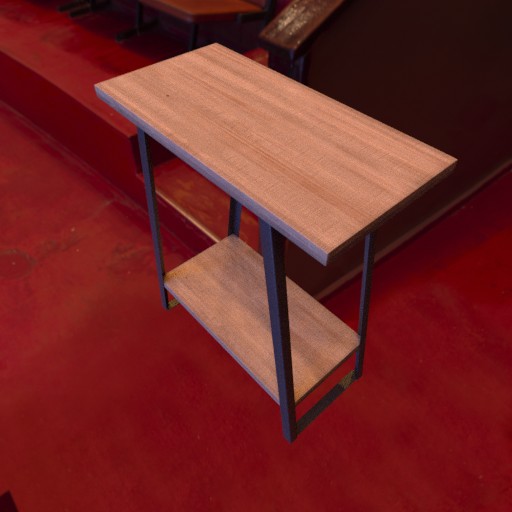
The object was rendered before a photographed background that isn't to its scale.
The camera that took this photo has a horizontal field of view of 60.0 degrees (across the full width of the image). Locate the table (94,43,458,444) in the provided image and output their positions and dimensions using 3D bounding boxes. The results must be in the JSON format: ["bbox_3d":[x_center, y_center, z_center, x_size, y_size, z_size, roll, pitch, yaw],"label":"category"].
[{"bbox_3d":[0.000,0.000,1.022,0.300,0.701,0.599,-33,55,-27],"label":"table"}]
